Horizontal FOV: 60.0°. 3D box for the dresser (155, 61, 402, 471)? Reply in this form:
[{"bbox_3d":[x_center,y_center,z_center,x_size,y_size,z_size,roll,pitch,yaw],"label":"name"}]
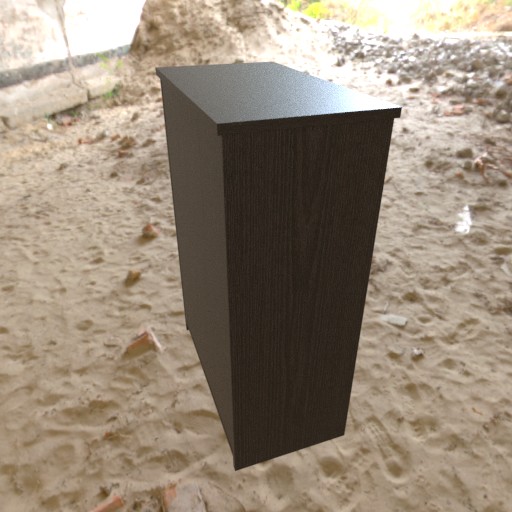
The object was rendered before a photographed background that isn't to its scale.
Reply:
[{"bbox_3d":[0.000,0.000,1.383,0.399,1.020,0.704,-10,33,-17],"label":"dresser"}]
